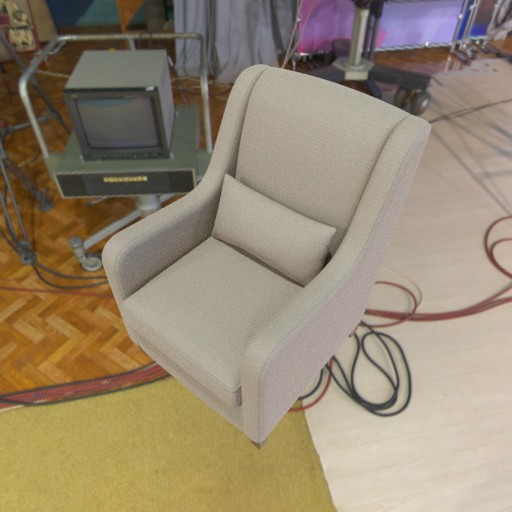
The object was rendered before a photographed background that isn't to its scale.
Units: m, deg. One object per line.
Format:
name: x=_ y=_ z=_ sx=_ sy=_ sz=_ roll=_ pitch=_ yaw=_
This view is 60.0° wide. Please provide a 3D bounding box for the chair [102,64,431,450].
chair: x=0.000 y=0.000 z=1.638 sx=0.715 sy=1.017 sz=0.896 roll=31 pitch=53 yaw=26
